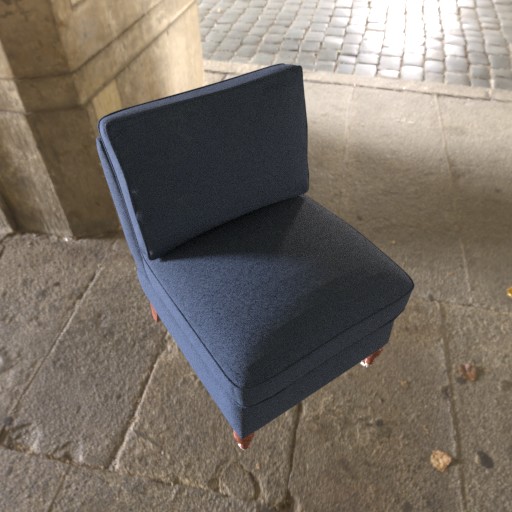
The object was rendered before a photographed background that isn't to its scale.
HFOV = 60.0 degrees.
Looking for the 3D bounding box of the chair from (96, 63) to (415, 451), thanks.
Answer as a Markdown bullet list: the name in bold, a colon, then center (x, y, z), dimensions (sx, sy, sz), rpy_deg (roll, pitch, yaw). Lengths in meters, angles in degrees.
- **chair**: center (0.000, 0.000, 1.600), dimensions (0.724, 1.052, 0.912), rpy_deg (-26, 51, -23)
